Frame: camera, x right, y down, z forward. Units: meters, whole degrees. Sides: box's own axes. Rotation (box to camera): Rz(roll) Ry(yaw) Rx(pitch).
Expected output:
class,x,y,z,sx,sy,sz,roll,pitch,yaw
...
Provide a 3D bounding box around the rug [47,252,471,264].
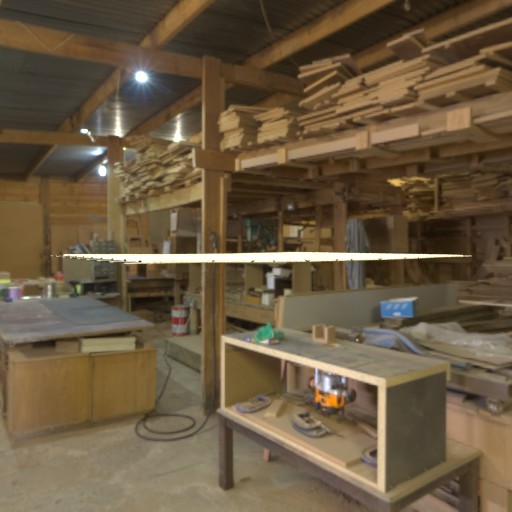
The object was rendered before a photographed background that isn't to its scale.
class,x,y,z,sx,sy,sz,roll,pitch,yaw
rug,0.000,0.000,4.137,3.221,0.026,2.342,-1,1,-34
